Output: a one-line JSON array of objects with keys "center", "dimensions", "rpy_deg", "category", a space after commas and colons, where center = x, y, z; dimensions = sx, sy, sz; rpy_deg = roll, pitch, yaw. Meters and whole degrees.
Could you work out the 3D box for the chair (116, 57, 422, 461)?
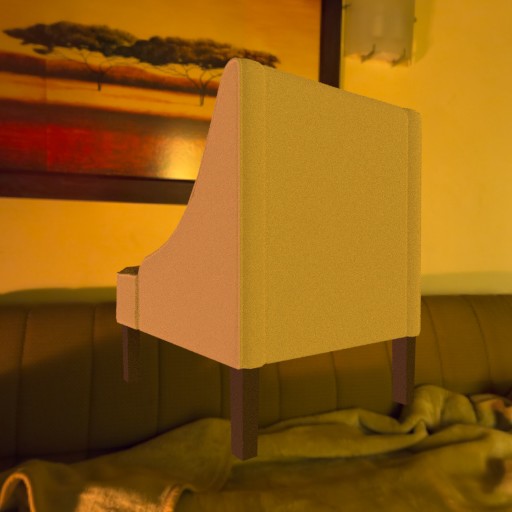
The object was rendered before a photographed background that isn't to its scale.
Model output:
[{"center": [0.000, 0.000, 1.464], "dimensions": [0.689, 0.886, 0.806], "rpy_deg": [-1, 1, -36], "category": "chair"}]
